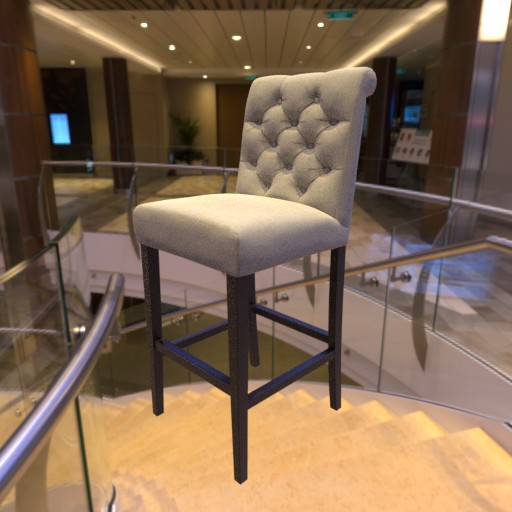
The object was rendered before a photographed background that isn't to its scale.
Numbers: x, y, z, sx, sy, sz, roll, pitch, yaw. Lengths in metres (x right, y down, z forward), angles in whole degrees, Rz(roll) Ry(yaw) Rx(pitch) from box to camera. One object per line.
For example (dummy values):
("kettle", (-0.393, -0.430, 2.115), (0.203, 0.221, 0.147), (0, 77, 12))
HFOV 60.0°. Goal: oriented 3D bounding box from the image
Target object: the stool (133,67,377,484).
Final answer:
("stool", (0.000, 0.000, 1.435), (0.601, 1.140, 0.493), (-16, 23, -42))
